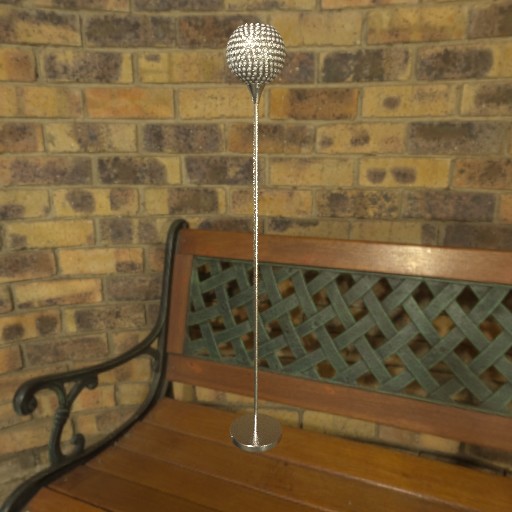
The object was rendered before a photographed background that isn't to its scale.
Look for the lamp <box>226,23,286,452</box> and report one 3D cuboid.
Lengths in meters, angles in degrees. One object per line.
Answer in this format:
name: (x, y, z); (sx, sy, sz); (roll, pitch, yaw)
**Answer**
lamp: (0.000, 0.000, 1.925); (0.254, 1.805, 0.254); (0, 15, 0)
